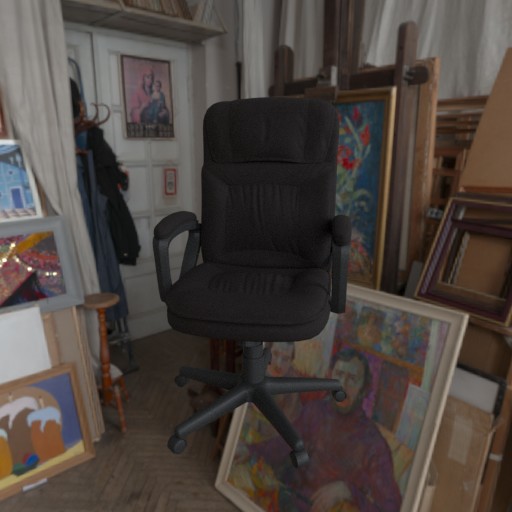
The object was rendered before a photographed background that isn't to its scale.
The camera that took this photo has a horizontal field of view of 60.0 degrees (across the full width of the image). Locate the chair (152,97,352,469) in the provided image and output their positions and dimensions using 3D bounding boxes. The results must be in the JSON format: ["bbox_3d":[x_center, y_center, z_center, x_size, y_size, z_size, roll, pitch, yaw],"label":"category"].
[{"bbox_3d":[0.000,0.000,1.531,0.667,1.105,0.724,2,14,10],"label":"chair"}]
